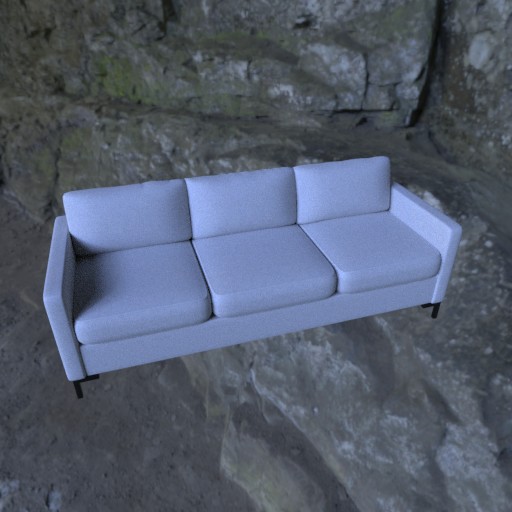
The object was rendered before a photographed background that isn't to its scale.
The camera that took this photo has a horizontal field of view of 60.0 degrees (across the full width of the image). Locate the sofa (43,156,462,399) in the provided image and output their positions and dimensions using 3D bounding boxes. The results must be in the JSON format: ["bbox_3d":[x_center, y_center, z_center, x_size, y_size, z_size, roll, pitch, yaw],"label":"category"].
[{"bbox_3d":[0.000,0.000,2.661,2.218,0.874,0.859,-9,33,-15],"label":"sofa"}]
